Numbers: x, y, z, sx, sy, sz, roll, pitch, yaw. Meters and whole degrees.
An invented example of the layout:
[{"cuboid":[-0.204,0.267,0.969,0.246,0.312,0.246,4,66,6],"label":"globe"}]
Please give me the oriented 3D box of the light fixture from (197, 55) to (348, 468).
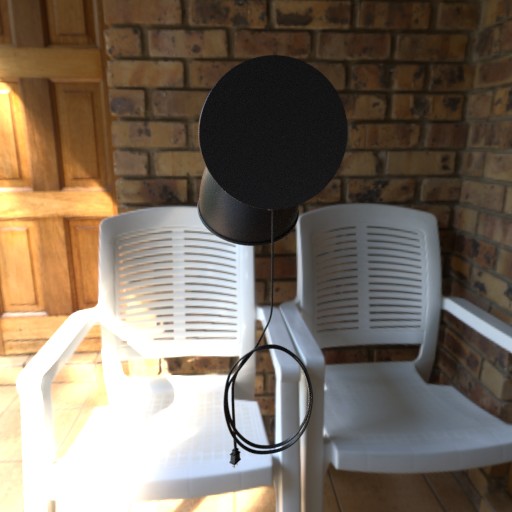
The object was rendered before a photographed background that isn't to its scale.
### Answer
[{"cuboid":[0.000,0.000,0.500,0.127,0.401,0.203,-2,15,-9],"label":"light fixture"}]
